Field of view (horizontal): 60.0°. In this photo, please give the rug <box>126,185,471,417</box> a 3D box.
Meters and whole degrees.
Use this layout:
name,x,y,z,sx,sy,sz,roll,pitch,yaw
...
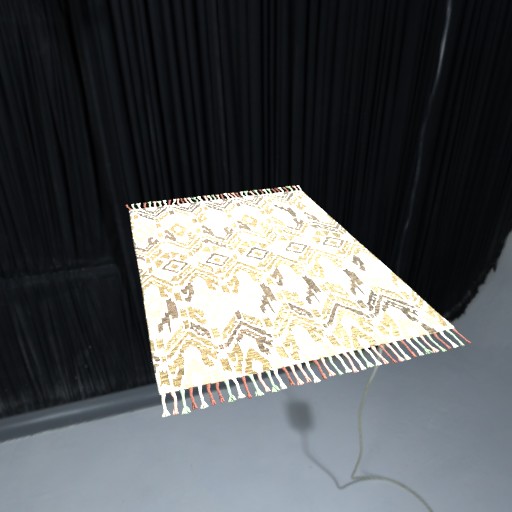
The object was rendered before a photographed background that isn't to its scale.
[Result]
name,x,y,z,sx,sy,sz,roll,pitch,yaw
rug,0.000,0.000,2.308,1.219,0.008,1.829,-9,30,-15
